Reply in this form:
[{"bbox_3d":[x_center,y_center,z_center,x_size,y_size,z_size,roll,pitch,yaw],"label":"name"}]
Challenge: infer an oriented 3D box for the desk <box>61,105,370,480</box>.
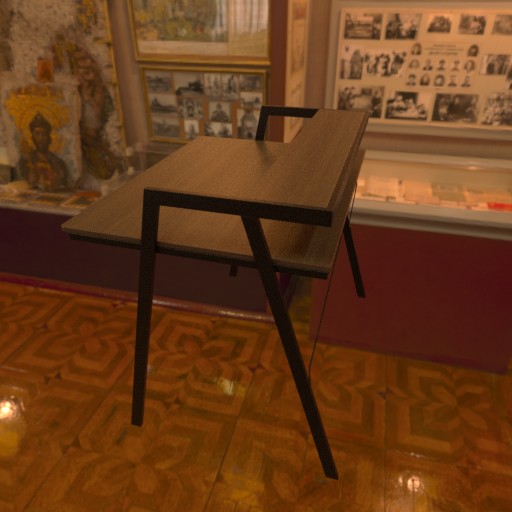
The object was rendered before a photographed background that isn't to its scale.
[{"bbox_3d":[0.000,0.000,1.869,0.936,0.998,1.143,9,31,14],"label":"desk"}]
